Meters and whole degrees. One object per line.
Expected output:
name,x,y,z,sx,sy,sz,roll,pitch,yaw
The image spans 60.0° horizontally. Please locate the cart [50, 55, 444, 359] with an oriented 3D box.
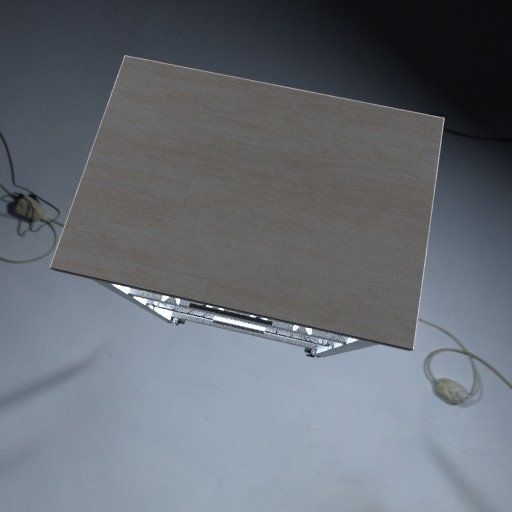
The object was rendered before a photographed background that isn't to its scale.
cart,0.000,0.000,1.148,0.578,0.857,0.406,12,76,3
